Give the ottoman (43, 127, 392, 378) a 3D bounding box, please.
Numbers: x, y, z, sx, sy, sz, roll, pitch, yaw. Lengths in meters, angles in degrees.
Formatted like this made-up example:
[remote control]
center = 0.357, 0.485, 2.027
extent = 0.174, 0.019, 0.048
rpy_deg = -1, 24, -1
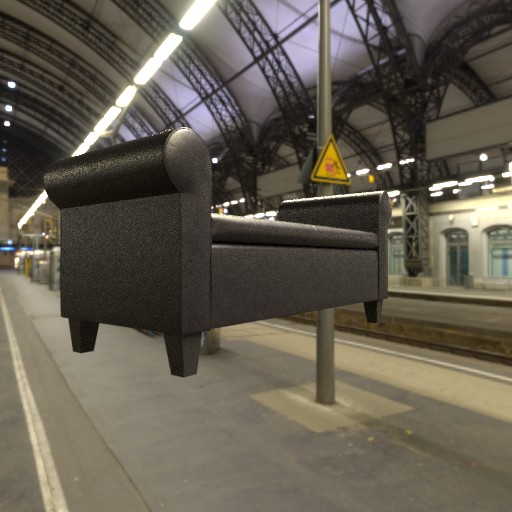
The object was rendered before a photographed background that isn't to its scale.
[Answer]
[ottoman]
center = 0.000, 0.000, 1.553
extent = 0.521, 0.547, 1.256
rpy_deg = 0, -1, 38
